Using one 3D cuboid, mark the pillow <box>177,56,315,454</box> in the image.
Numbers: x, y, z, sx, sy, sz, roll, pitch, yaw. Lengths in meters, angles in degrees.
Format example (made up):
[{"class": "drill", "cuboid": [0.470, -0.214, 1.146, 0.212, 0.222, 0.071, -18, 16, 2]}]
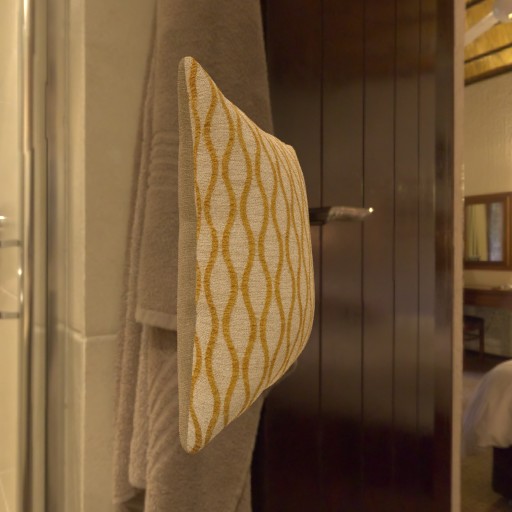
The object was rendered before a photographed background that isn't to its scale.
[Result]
[{"class": "pillow", "cuboid": [0.000, 0.000, 0.674, 0.159, 0.436, 0.429, 0, 0, 18]}]
